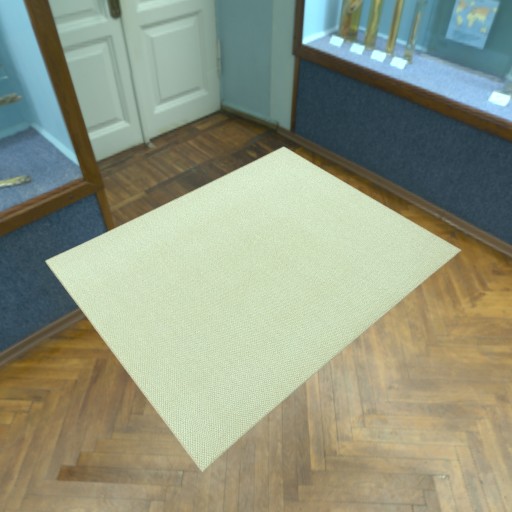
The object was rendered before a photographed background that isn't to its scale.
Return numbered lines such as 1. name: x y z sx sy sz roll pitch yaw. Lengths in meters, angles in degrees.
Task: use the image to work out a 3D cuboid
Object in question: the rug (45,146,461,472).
1. rug: 0.000 0.000 4.145 3.039 0.018 2.462 -32 53 -28
